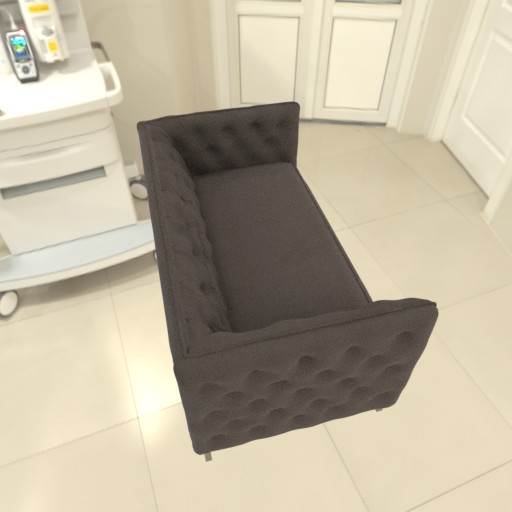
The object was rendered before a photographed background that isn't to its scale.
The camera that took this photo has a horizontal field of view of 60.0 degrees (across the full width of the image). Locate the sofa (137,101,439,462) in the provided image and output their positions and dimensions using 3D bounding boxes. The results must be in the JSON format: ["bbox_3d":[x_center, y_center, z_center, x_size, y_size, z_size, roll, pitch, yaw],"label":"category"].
[{"bbox_3d":[0.000,0.000,2.159,0.909,0.810,1.583,-11,47,-10],"label":"sofa"}]
